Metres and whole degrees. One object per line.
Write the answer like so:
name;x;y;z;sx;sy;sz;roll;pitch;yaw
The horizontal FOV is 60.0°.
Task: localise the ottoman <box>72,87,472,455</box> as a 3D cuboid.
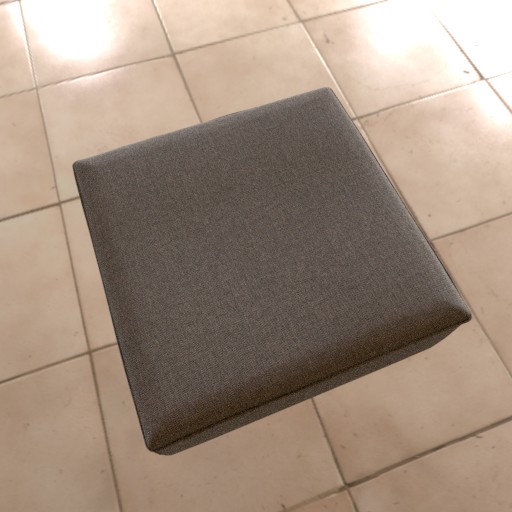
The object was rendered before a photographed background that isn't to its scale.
ottoman;0.000;0.000;1.577;1.017;0.423;1.023;-19;66;-9
